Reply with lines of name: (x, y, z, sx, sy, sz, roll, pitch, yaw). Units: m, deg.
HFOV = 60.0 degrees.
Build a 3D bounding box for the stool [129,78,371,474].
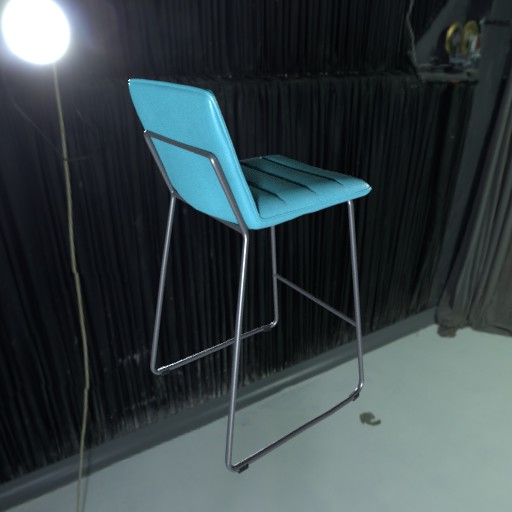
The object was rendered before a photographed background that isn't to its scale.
stool: (0.000, 0.000, 1.248, 0.524, 0.936, 0.489, -17, 31, -32)
